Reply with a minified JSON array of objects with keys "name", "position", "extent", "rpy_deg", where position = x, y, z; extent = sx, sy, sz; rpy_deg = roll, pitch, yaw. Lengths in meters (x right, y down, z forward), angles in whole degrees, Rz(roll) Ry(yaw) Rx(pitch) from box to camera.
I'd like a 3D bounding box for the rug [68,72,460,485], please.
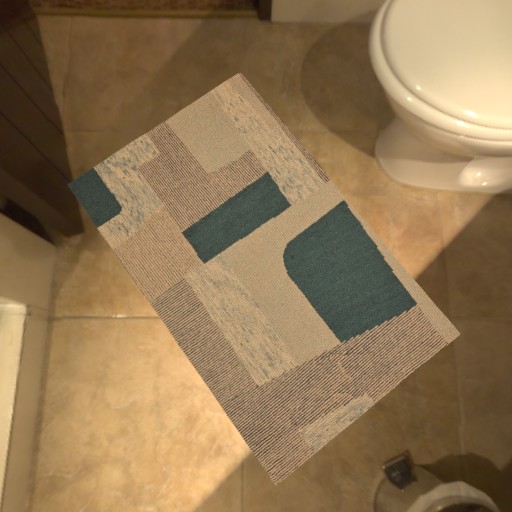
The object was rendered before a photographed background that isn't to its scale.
[{"name":"rug","position":[0.000,0.000,3.013],"extent":[1.521,0.015,2.436],"rpy_deg":[-36,79,-8]}]
